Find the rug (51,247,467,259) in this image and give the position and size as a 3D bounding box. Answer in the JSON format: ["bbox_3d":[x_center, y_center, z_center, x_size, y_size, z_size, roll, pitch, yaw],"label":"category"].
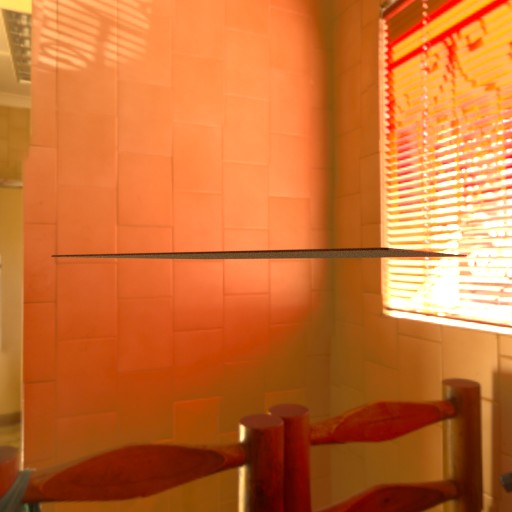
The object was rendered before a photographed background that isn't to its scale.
[{"bbox_3d":[0.000,0.000,2.333,1.829,0.010,1.219,-1,-1,35],"label":"rug"}]
